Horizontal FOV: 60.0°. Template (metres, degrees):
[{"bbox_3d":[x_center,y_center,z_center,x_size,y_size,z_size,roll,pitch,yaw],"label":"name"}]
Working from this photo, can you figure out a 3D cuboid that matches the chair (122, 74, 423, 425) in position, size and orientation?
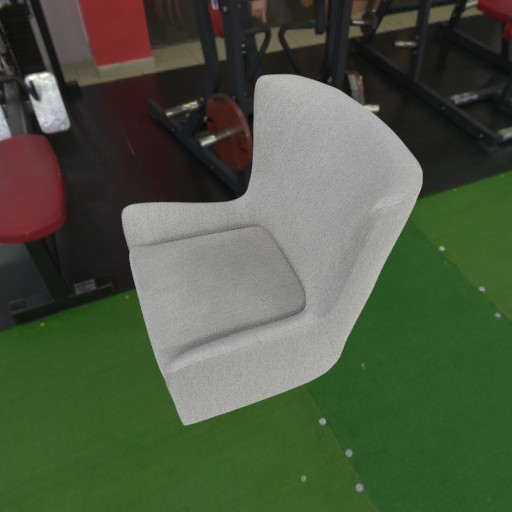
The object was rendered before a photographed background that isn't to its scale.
[{"bbox_3d":[0.000,0.000,1.663,0.904,1.000,0.779,-16,50,-14],"label":"chair"}]
